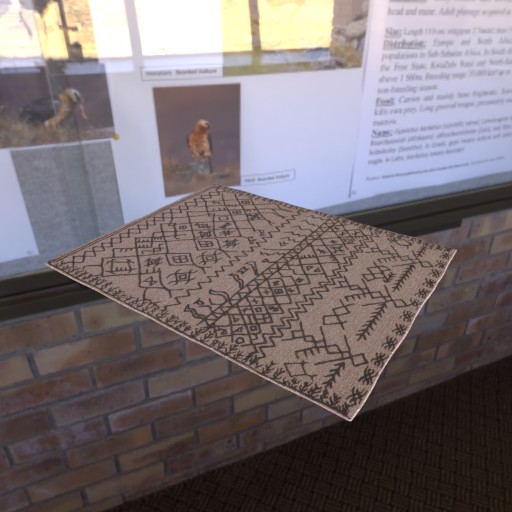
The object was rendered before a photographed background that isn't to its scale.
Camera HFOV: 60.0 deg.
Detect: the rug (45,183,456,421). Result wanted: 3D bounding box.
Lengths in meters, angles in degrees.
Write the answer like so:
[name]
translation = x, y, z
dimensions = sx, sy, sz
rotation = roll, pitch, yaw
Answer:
[rug]
translation = 0.000, 0.000, 3.340
dimensions = 2.455, 0.025, 1.964
rotation = 20, 36, 30
